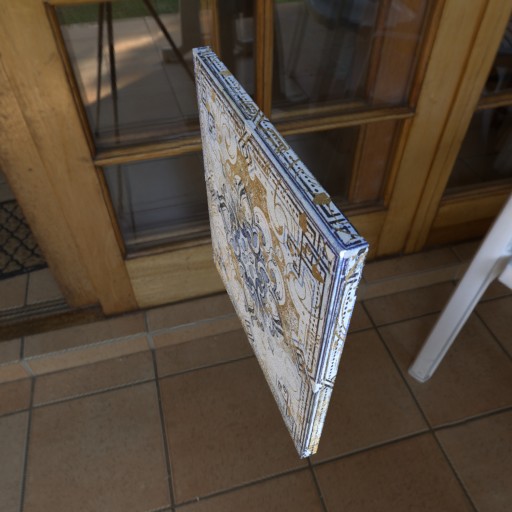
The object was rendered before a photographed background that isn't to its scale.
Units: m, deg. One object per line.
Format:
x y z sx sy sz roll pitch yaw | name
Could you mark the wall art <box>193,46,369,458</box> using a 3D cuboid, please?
0.000 0.000 0.900 0.036 0.607 0.609 -15 48 -15 | wall art
